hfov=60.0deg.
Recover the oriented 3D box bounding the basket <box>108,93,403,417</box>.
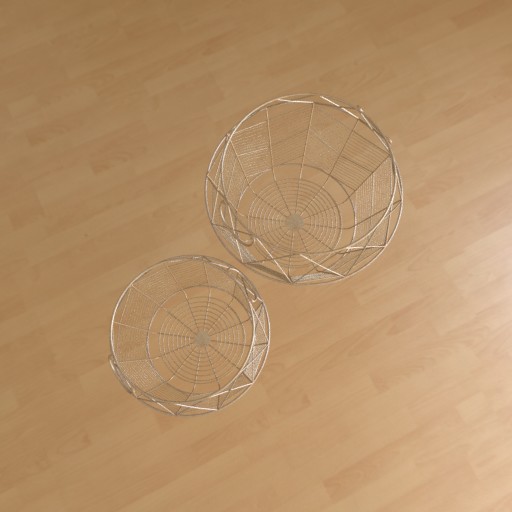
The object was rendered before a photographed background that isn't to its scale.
[{"bbox_3d":[0.000,0.000,1.047,0.451,0.343,0.805,37,79,9],"label":"basket"}]
